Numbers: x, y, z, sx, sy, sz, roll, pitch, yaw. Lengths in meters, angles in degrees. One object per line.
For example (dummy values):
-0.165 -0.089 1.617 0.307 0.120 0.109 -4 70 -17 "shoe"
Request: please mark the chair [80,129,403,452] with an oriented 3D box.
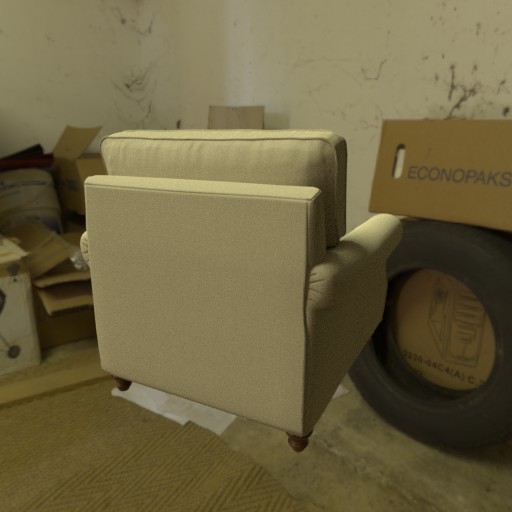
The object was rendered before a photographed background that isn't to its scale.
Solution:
0.000 0.000 1.768 1.029 0.967 0.966 8 17 26 "chair"
